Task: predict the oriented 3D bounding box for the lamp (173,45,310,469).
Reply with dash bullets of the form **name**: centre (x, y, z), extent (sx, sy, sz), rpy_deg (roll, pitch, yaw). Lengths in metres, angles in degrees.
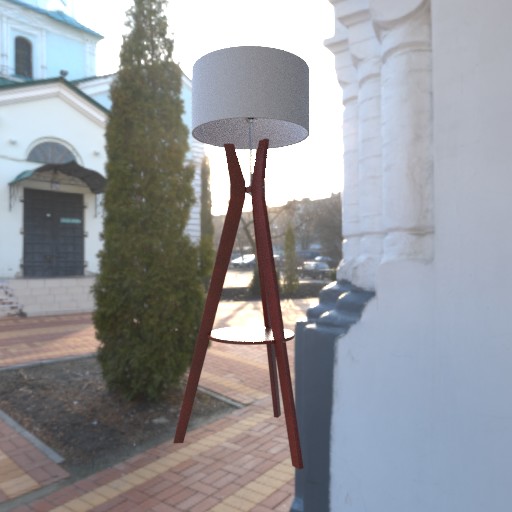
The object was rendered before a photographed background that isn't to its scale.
- **lamp**: centre (0.000, 0.000, 1.752), extent (0.539, 1.472, 0.542), rpy_deg (0, 0, -35)
